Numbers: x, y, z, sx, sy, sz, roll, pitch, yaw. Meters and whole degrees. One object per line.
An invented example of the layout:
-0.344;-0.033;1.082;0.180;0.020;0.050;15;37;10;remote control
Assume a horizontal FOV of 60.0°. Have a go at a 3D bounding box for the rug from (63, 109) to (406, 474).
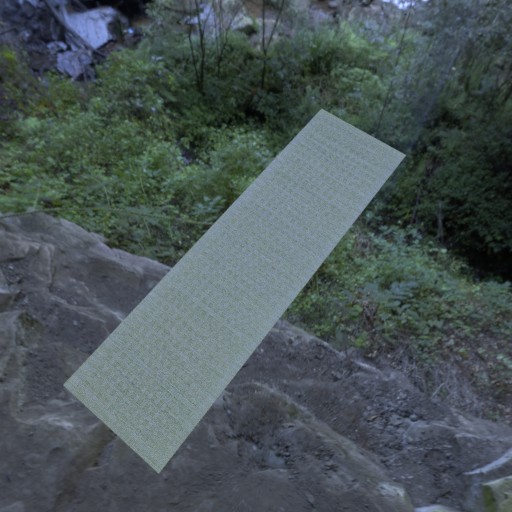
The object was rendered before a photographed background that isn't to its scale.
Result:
0.000;0.000;2.664;0.686;0.006;2.437;35;69;16;rug
